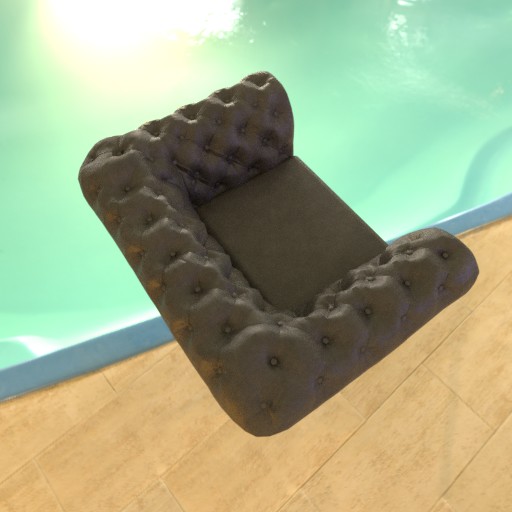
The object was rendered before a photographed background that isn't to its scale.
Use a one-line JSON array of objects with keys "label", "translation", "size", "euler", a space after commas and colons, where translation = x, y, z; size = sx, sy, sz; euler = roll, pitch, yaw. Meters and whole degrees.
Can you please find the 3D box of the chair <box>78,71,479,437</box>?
[{"label": "chair", "translation": [0.000, 0.000, 1.842], "size": [0.943, 0.780, 1.298], "euler": [-31, 63, -18]}]
